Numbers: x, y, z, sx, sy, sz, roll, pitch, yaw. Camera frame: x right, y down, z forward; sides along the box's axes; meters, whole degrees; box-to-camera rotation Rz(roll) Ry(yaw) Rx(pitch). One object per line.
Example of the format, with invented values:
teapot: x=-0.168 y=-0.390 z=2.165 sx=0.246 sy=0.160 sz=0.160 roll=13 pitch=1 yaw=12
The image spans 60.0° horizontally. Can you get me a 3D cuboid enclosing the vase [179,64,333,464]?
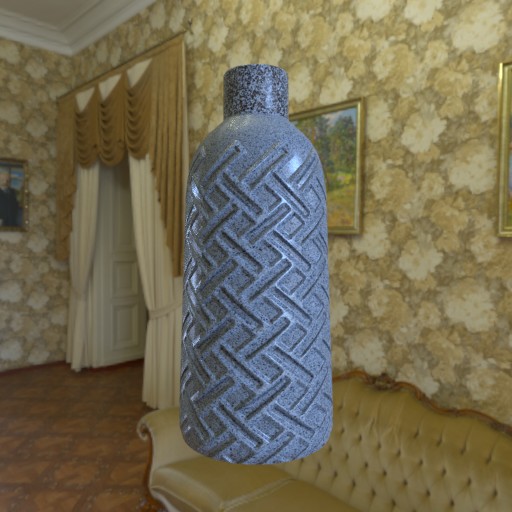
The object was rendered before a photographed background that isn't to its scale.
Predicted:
vase: x=0.000 y=0.000 z=0.352 sx=0.122 sy=0.282 sz=0.122 roll=0 pitch=2 yaw=0
